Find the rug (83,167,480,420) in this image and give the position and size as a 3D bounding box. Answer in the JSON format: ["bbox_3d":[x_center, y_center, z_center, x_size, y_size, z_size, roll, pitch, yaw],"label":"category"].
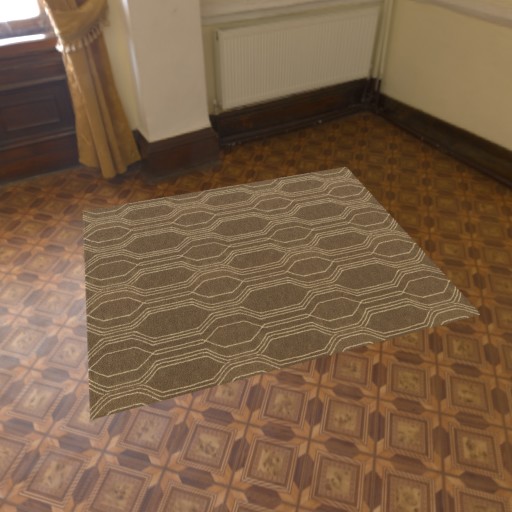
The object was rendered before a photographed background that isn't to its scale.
[{"bbox_3d":[0.000,0.000,4.143,3.062,0.012,2.457,-12,43,-13],"label":"rug"}]
